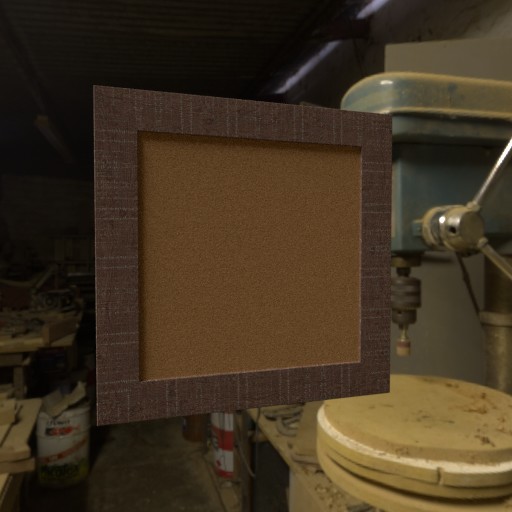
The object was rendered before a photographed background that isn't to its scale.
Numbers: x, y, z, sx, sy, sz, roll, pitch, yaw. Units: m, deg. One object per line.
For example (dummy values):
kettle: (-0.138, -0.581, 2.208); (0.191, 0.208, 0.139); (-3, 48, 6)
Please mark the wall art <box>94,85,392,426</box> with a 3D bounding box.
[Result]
wall art: (0.000, 0.000, 0.782); (0.531, 0.531, 0.029); (-1, 2, -17)
